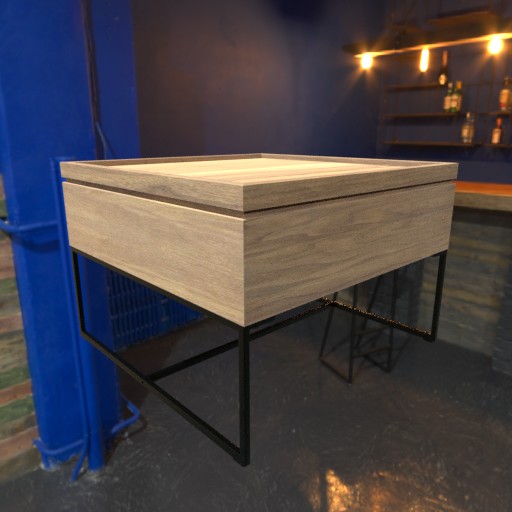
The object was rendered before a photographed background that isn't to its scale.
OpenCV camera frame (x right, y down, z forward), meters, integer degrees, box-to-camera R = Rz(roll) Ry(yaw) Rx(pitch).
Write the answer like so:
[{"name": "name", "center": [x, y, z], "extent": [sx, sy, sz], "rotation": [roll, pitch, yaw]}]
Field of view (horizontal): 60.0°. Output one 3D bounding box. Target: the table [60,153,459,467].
[{"name": "table", "center": [0.000, 0.000, 1.123], "extent": [0.679, 0.464, 0.676], "rotation": [-14, 21, -41]}]
